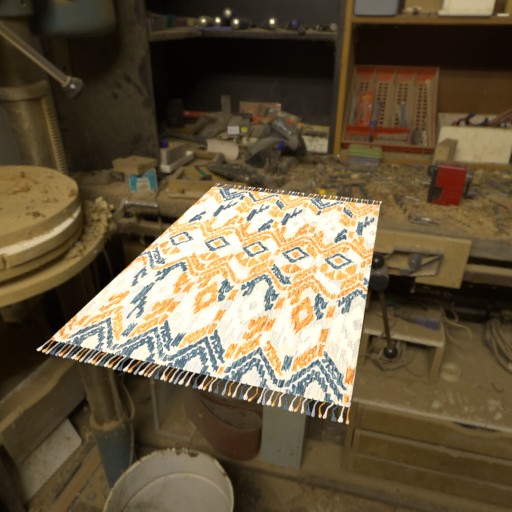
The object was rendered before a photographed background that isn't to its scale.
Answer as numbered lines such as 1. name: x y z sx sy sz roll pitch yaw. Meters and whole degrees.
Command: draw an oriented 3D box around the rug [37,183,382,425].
1. rug: 0.000 0.000 2.996 1.533 0.010 2.428 9 31 15
